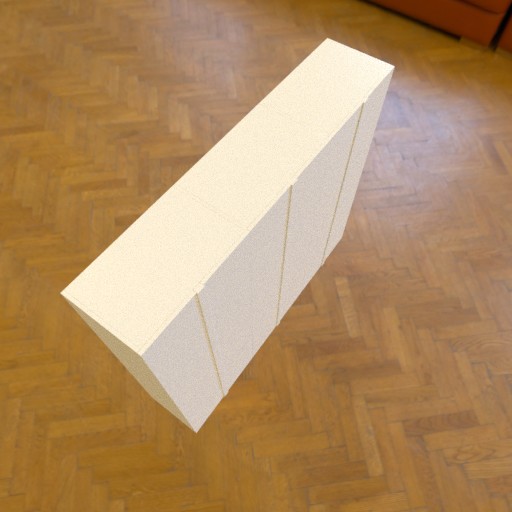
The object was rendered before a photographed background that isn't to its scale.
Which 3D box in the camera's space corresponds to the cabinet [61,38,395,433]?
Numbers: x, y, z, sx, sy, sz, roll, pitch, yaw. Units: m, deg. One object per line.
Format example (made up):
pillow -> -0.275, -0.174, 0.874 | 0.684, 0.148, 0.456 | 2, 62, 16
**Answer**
cabinet -> 0.000, 0.000, 3.821 | 0.590, 2.370, 2.700 | 32, 65, 17
